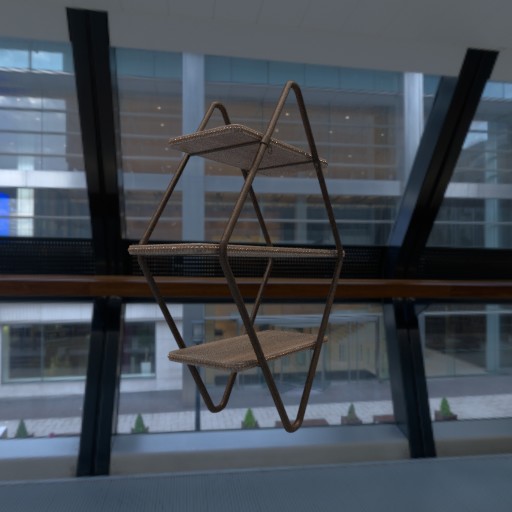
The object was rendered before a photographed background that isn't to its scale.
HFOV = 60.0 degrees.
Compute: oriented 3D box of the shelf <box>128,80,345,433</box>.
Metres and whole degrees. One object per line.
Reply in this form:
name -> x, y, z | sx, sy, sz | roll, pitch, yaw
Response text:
shelf -> 0.000, 0.000, 1.049 | 0.234, 0.774, 0.609 | -1, -1, 35
